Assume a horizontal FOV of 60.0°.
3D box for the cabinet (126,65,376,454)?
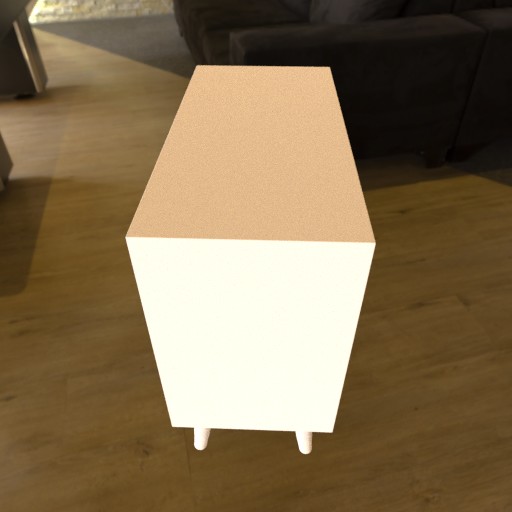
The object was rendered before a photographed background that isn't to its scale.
[{"bbox_3d":[0.000,0.000,1.231,0.398,0.761,0.800,1,41,2],"label":"cabinet"}]
